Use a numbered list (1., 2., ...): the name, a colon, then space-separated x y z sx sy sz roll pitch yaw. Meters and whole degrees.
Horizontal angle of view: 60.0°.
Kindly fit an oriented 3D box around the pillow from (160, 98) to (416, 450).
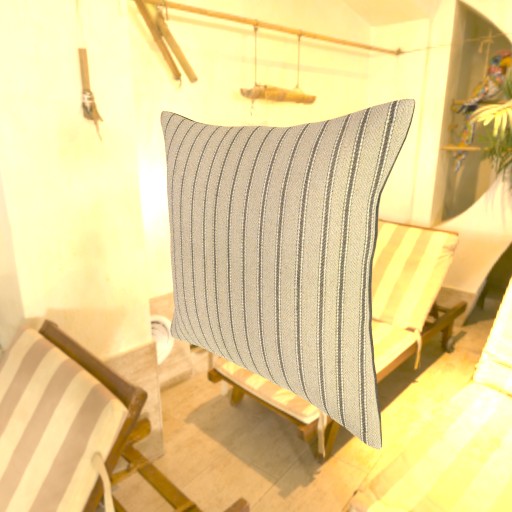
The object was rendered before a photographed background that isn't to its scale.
1. pillow: 0.000 0.000 0.684 0.468 0.444 0.138 15 23 41
